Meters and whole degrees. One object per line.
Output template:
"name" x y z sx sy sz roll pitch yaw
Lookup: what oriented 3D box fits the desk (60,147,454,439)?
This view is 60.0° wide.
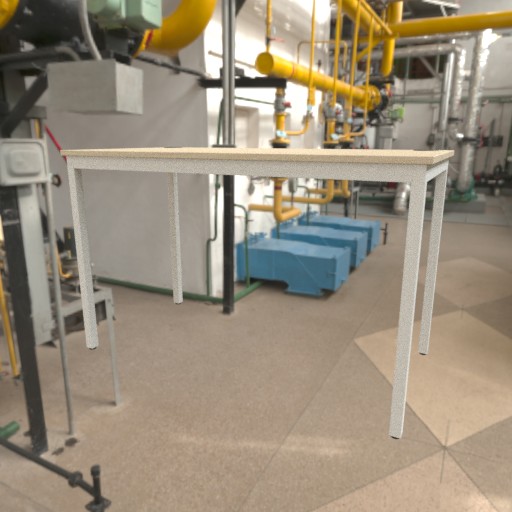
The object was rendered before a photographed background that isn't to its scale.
"desk" 0.000 0.000 1.603 1.200 0.750 0.600 8 17 26
